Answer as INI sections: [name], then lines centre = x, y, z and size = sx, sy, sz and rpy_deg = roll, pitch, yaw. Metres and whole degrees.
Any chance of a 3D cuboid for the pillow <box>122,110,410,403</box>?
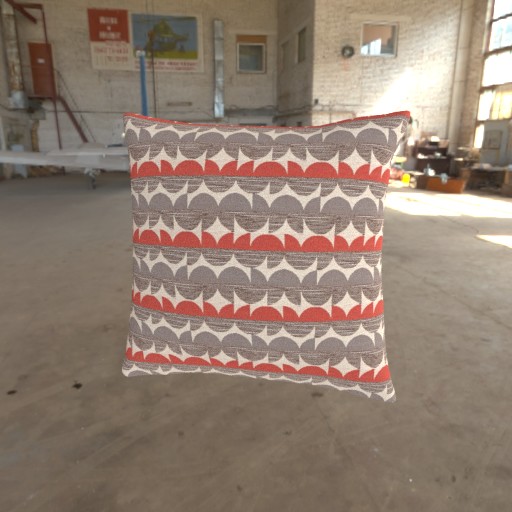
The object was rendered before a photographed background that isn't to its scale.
[pillow]
centre = 0.000, 0.000, 0.655
size = 0.420, 0.410, 0.180
rpy_deg = 2, 15, 8
